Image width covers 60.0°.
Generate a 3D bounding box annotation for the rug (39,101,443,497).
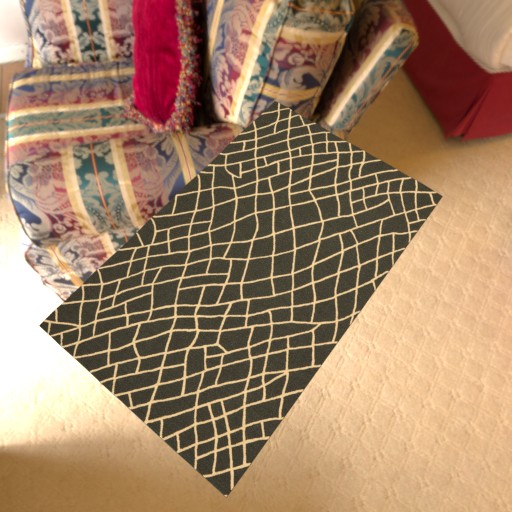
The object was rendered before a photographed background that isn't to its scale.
[{"bbox_3d":[0.000,0.000,2.988,1.529,0.017,2.448,35,68,16],"label":"rug"}]
